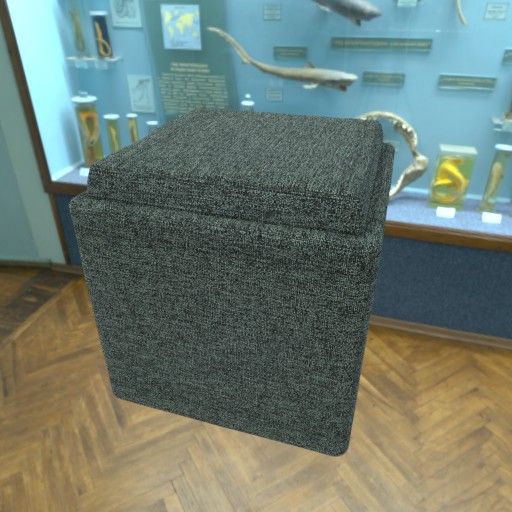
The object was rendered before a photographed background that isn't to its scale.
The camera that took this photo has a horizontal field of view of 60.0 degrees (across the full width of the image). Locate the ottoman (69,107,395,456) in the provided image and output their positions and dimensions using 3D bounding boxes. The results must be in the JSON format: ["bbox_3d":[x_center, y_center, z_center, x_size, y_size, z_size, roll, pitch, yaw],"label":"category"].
[{"bbox_3d":[0.000,0.000,0.846,0.450,0.463,0.450,9,32,15],"label":"ottoman"}]
